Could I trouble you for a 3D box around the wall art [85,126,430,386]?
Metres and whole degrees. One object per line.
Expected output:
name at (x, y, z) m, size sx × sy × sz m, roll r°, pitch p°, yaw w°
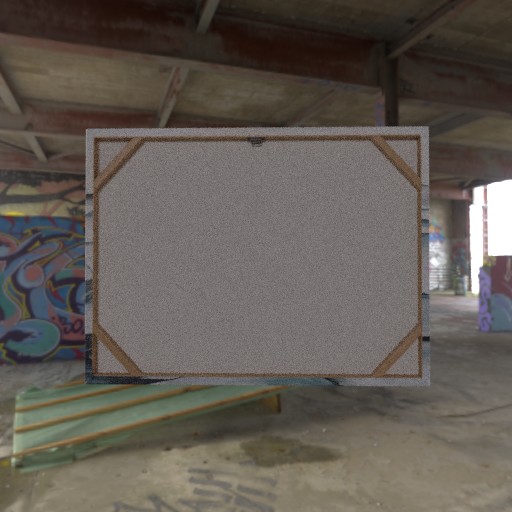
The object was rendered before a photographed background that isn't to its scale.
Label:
wall art at (0.000, 0.000, 1.588) m, size 1.219 × 0.915 × 0.039 m, roll 0°, pitch -1°, yaw 1°
